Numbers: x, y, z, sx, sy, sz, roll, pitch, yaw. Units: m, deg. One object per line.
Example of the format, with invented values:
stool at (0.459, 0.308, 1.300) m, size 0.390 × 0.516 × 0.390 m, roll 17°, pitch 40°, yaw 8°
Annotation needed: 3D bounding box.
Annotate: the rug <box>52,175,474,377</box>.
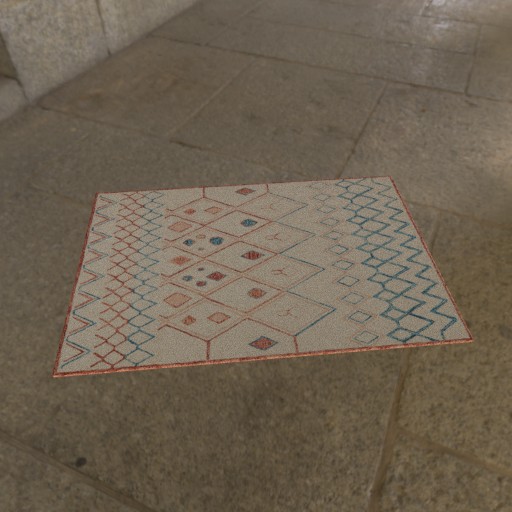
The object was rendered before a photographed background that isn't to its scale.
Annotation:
rug at (0.000, 0.000, 2.326) m, size 1.829 × 0.016 × 1.219 m, roll -4°, pitch 47°, yaw -4°
